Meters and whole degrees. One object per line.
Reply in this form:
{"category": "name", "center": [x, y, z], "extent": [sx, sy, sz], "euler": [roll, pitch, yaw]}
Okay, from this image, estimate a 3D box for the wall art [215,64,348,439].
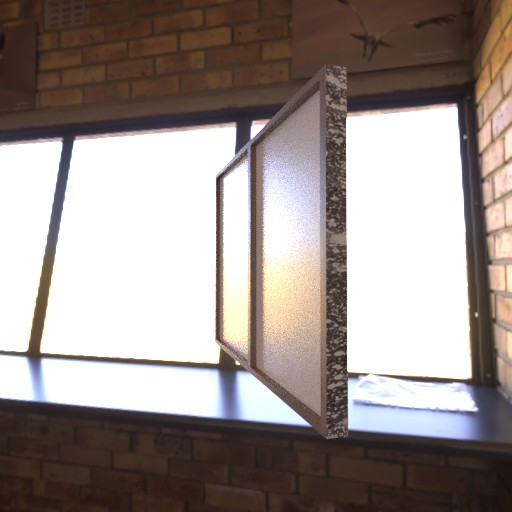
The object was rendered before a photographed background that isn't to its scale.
{"category": "wall art", "center": [0.000, 0.000, 1.154], "extent": [0.038, 0.598, 0.919], "euler": [0, -1, -16]}
